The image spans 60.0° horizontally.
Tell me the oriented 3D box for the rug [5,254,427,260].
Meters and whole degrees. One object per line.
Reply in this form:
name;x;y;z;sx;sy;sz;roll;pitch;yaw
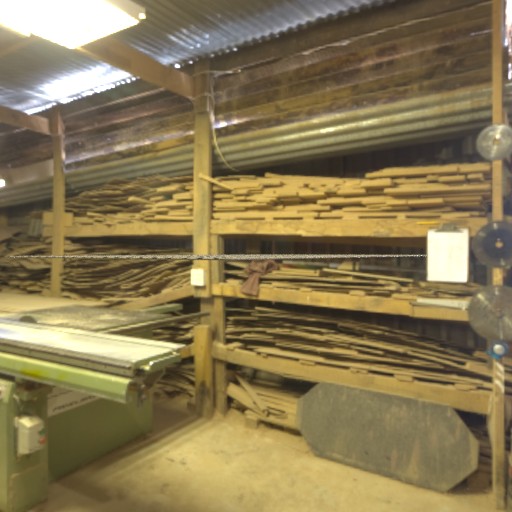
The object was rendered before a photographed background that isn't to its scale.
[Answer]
rug;0.000;0.000;2.880;1.523;0.008;2.438;0;1;36
